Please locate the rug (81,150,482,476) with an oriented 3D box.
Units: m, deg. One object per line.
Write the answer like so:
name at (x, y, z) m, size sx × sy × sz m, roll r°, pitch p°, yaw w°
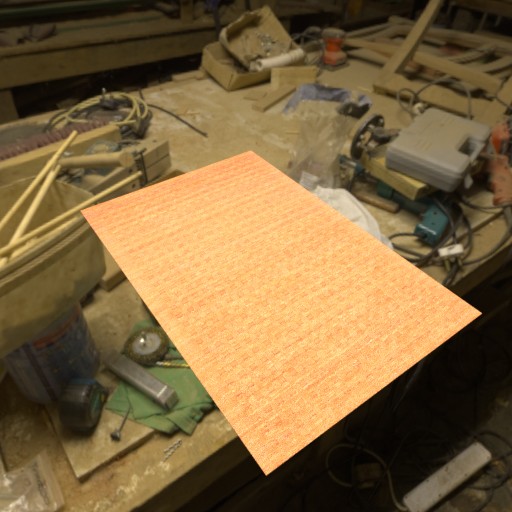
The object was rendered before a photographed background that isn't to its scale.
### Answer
rug at (0.000, 0.000, 2.880) m, size 1.524 × 0.006 × 2.285 m, roll -26°, pitch 48°, yaw -25°
